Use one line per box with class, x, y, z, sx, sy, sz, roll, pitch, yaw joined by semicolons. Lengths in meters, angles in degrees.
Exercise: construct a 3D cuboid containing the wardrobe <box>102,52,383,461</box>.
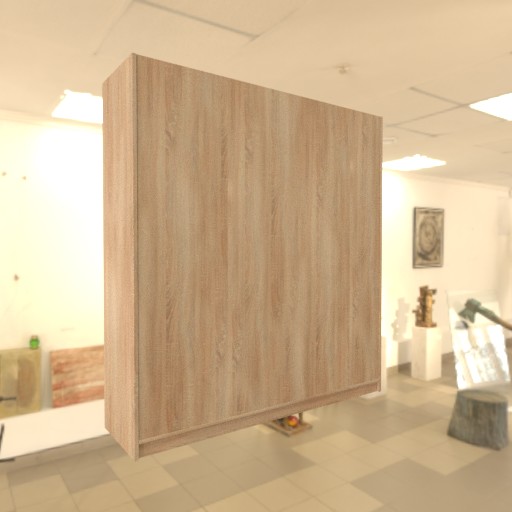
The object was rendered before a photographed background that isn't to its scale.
wardrobe;0.000;0.000;3.153;1.998;2.159;0.598;-1;1;-35
